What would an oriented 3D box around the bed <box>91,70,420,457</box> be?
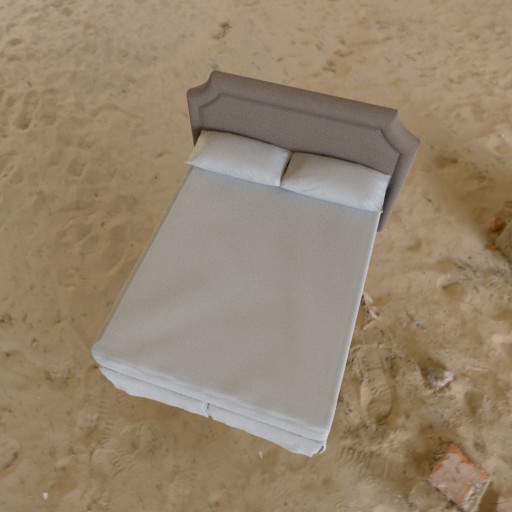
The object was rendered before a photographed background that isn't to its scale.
[{"bbox_3d":[0.000,0.000,3.201,1.828,1.303,2.164,16,60,9],"label":"bed"}]
